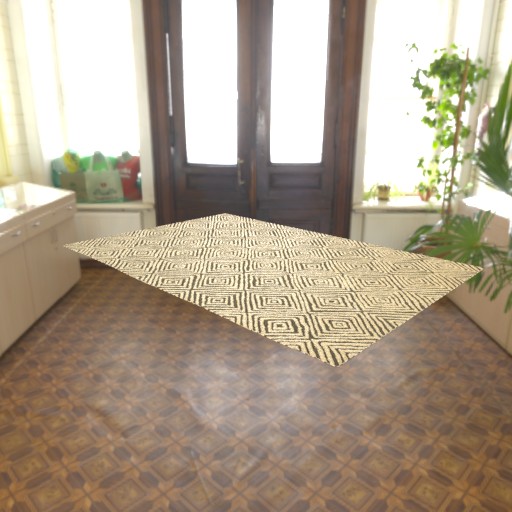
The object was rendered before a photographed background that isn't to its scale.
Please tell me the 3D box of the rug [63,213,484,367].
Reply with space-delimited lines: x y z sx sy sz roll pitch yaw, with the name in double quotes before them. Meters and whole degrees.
"rug" 0.000 0.000 2.191 1.750 0.004 1.177 16 23 42
